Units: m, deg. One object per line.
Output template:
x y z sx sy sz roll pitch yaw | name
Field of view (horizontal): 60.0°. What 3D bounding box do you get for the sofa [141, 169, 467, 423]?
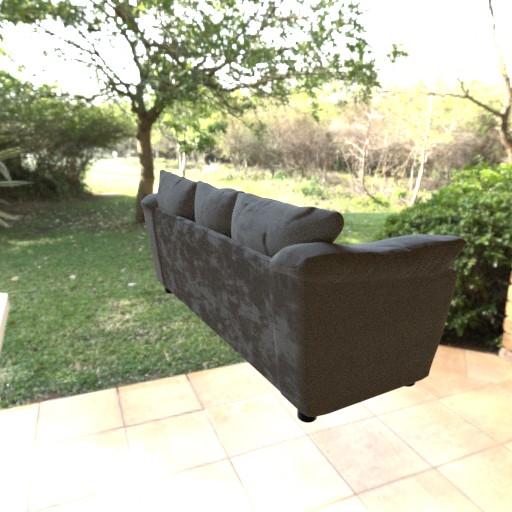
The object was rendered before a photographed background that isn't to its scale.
0.000 0.000 2.807 0.893 0.981 2.377 -8 17 -28 | sofa
